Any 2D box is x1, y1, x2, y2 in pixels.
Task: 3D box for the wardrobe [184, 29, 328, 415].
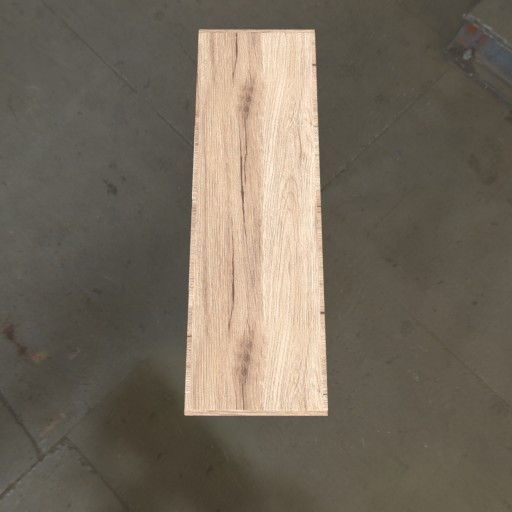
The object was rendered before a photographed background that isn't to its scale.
[{"bbox_3d":[0.000,0.000,2.989,0.580,2.070,1.810,0,76,0],"label":"wardrobe"}]
